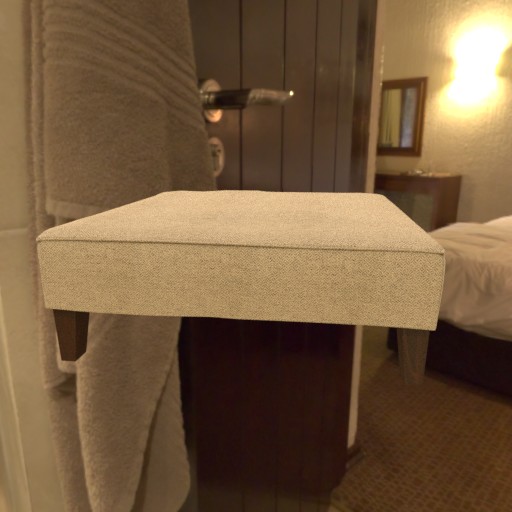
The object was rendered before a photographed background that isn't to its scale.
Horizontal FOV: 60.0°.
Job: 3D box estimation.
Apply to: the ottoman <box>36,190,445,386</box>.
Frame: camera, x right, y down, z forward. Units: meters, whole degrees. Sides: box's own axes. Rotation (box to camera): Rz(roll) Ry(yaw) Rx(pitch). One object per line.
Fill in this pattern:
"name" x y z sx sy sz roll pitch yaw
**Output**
"ottoman" 0.000 0.000 1.521 0.982 0.381 0.973 2 15 8
